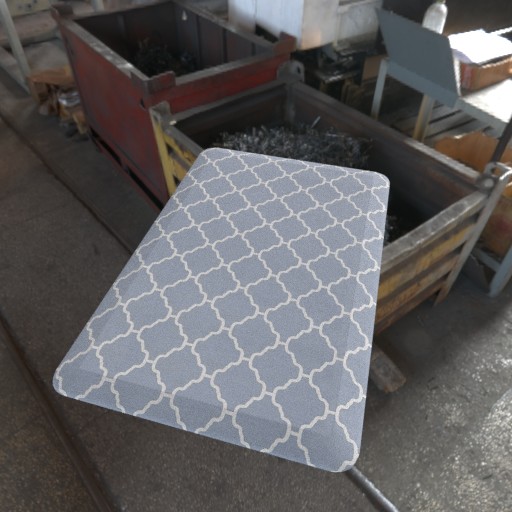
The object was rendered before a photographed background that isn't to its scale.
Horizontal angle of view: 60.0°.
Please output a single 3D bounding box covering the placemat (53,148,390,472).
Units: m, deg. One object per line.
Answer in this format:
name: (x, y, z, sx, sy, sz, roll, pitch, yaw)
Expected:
placemat: (0.000, 0.000, 0.927, 0.508, 0.021, 0.762, 11, 47, 11)
